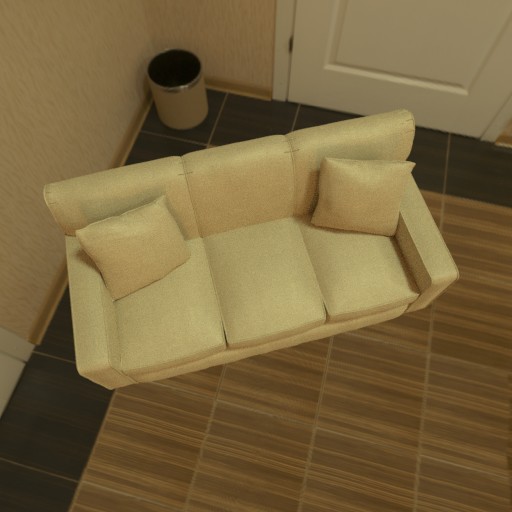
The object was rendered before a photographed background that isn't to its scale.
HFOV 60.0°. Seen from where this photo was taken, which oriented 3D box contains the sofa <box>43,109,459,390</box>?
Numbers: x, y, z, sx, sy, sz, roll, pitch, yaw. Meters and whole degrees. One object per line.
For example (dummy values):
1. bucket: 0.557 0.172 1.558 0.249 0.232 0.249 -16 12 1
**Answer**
1. sofa: 0.000 0.000 2.560 2.024 0.958 0.997 -13 66 -6
